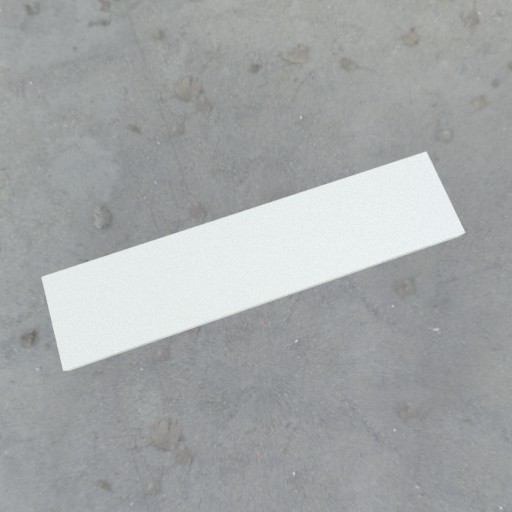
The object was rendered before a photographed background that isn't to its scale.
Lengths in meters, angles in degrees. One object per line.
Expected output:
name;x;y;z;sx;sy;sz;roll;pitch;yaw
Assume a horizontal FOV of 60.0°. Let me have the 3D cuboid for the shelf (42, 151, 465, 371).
shelf;0.000;0.000;0.659;0.610;0.020;0.140;-19;77;-5
